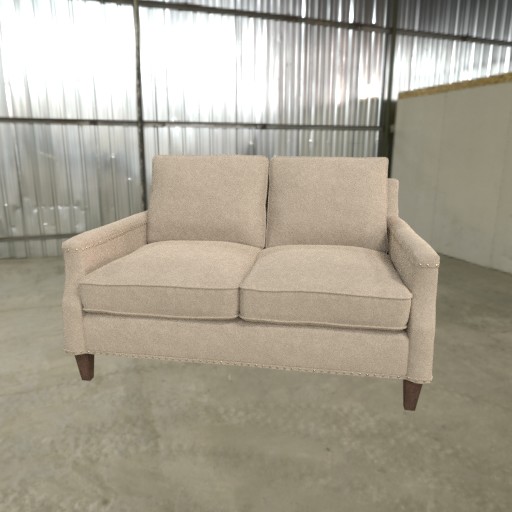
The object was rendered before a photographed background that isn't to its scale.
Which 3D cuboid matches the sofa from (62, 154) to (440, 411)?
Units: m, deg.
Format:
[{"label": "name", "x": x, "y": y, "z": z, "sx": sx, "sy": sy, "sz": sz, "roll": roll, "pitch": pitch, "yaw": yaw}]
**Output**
[{"label": "sofa", "x": 0.000, "y": 0.000, "z": 2.282, "sx": 1.597, "sy": 1.002, "sz": 1.084, "roll": 2, "pitch": 15, "yaw": 9}]
